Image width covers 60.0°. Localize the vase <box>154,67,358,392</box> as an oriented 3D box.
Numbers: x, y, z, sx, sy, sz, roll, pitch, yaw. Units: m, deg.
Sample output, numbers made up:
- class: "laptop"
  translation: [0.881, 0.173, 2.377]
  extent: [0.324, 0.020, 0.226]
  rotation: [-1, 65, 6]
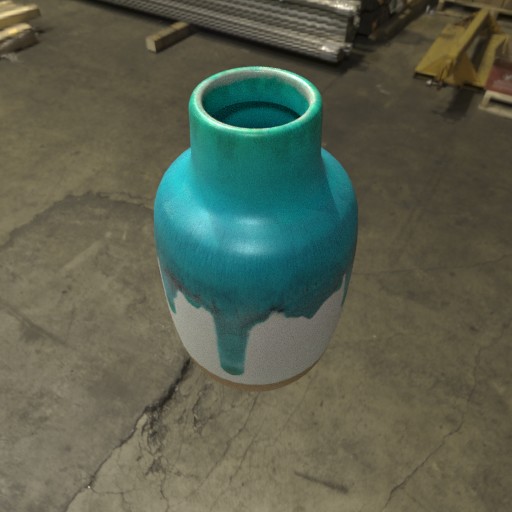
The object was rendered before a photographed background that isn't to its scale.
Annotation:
- class: "vase"
  translation: [0.000, 0.000, 0.247]
  extent: [0.106, 0.192, 0.106]
  rotation: [0, 49, 0]
